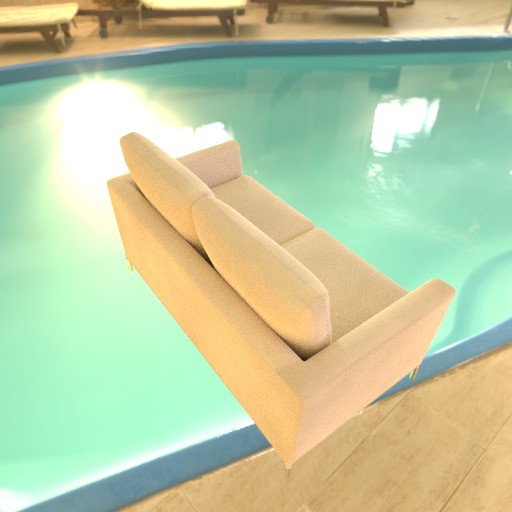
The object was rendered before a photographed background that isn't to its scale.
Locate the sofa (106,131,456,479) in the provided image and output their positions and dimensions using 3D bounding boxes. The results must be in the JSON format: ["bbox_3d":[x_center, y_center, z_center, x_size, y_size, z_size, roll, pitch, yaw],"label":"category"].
[{"bbox_3d":[0.000,0.000,2.356,0.906,0.995,1.739,-26,48,-26],"label":"sofa"}]
